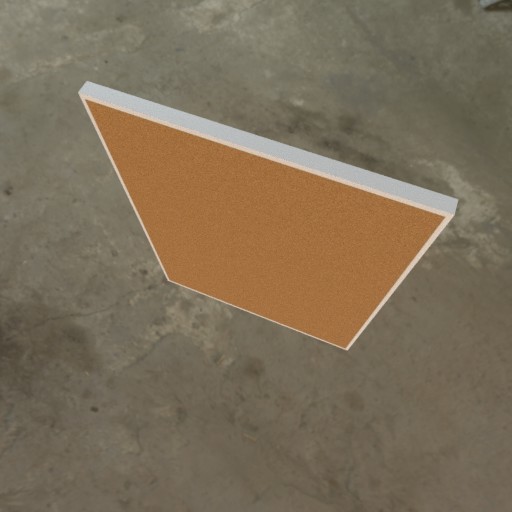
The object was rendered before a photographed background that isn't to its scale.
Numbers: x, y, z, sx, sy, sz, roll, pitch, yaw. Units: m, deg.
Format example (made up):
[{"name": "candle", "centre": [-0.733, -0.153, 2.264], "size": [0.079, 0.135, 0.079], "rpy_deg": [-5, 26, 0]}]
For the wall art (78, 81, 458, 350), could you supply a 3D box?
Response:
[{"name": "wall art", "centre": [0.000, 0.000, 1.351], "size": [0.795, 1.050, 0.039], "rpy_deg": [20, 66, 9]}]
